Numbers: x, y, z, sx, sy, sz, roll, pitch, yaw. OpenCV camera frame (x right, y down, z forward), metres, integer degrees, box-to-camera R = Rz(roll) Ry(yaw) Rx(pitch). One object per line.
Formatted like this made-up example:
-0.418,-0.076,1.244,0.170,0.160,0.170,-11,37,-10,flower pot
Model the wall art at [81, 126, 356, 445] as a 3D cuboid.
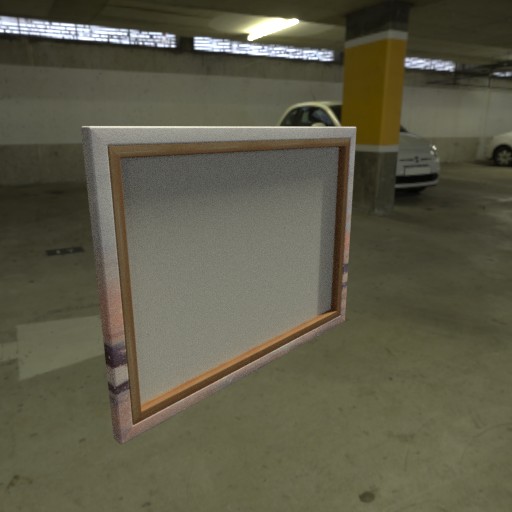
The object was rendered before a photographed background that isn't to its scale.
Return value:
0.000,0.000,1.361,0.038,0.763,1.015,15,22,41,wall art
